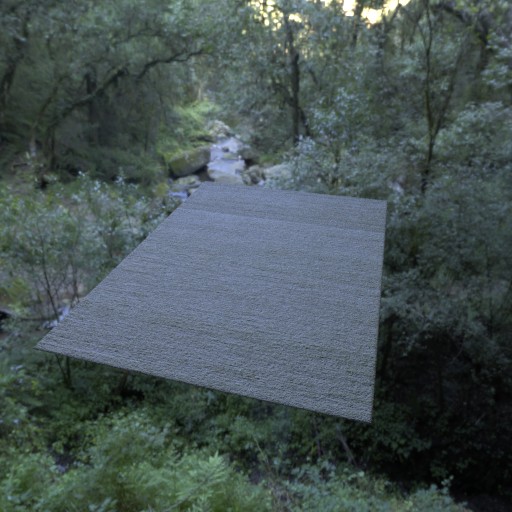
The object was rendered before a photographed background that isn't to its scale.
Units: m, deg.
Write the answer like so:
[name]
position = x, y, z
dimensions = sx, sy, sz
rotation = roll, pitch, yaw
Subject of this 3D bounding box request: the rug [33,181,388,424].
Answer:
[rug]
position = 0.000, 0.000, 5.011
dimensions = 2.782, 0.025, 3.935
rotation = 8, 32, 14
